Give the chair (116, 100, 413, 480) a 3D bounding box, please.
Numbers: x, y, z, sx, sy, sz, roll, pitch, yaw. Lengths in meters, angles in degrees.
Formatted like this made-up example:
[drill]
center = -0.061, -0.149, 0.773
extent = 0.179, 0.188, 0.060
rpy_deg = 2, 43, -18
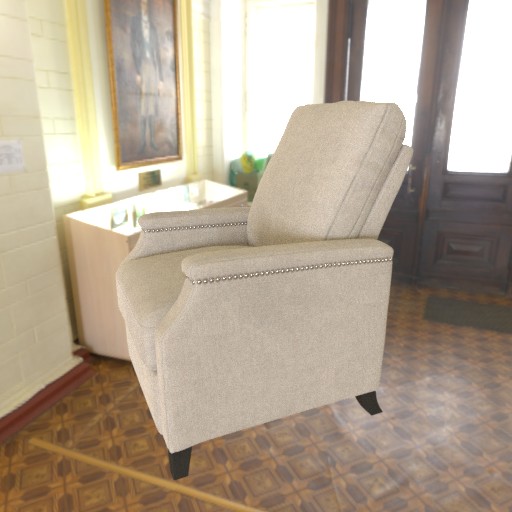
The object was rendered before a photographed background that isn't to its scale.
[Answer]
[chair]
center = 0.000, 0.000, 1.576
extent = 0.922, 1.049, 0.710
rpy_deg = -8, 18, -24
